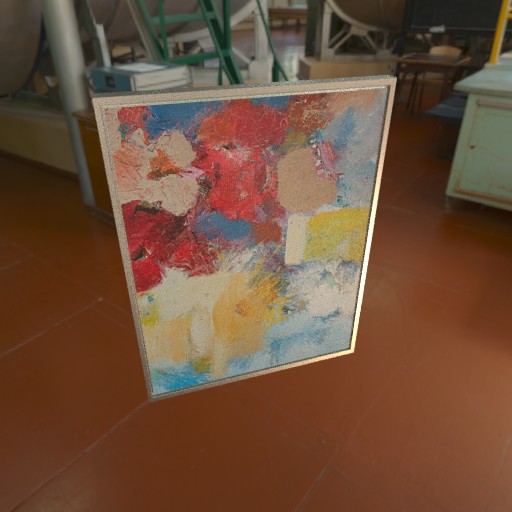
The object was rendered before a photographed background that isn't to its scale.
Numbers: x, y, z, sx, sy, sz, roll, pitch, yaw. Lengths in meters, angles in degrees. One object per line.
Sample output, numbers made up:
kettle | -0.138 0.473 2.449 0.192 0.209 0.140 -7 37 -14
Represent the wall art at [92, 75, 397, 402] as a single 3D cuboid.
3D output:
wall art | 0.000 0.000 0.778 0.444 0.569 0.025 -10 33 -15
